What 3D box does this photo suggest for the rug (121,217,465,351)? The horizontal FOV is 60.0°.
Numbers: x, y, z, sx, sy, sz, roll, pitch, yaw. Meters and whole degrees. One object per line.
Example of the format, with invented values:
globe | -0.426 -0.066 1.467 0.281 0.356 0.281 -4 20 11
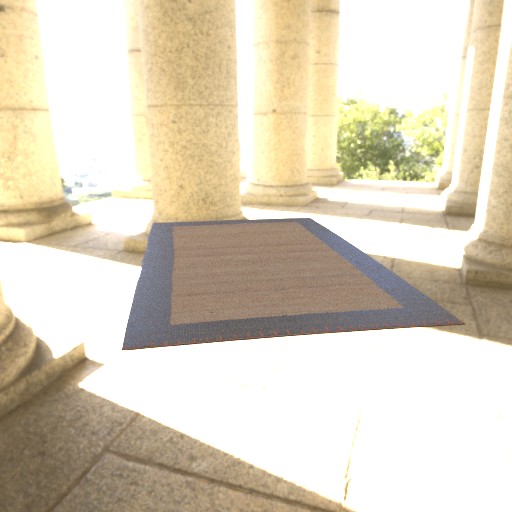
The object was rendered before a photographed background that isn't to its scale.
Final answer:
rug | 0.000 0.000 3.012 1.521 0.006 2.435 -3 17 -9
